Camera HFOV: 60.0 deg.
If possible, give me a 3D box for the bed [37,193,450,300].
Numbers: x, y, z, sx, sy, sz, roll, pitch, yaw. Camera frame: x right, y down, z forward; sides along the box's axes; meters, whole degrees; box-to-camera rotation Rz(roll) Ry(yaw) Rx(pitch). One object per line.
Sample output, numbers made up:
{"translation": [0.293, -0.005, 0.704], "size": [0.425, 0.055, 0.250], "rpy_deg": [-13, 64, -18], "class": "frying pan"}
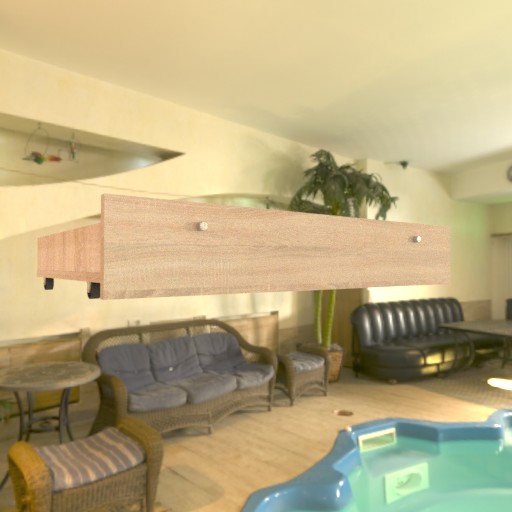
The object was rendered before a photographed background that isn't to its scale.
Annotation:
{"translation": [0.000, 0.000, 1.454], "size": [1.200, 0.209, 0.685], "rpy_deg": [1, -2, -37], "class": "bed"}
